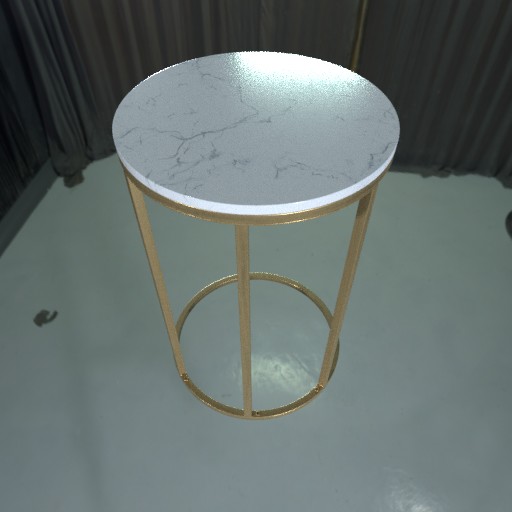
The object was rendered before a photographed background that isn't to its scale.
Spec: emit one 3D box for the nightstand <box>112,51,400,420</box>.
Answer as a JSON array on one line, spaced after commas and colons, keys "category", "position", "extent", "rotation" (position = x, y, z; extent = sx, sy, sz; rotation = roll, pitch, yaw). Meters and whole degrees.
[{"category": "nightstand", "position": [0.000, 0.000, 0.857], "extent": [0.400, 0.610, 0.400], "rotation": [4, 48, 3]}]
